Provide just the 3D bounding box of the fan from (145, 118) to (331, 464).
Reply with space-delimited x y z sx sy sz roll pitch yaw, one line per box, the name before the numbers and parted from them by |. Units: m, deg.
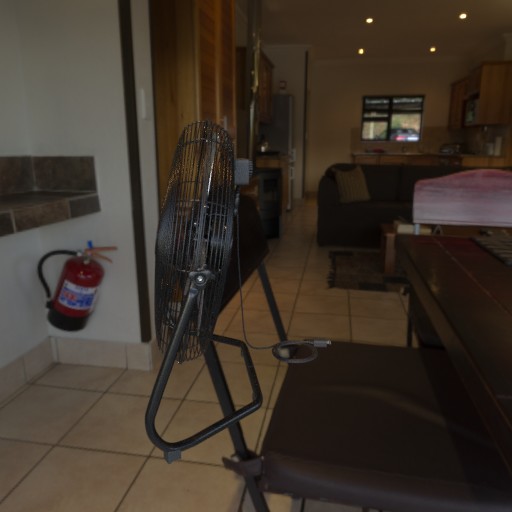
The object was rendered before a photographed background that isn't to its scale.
fan | 0.000 0.000 0.921 0.424 0.546 0.555 -2 14 -8
